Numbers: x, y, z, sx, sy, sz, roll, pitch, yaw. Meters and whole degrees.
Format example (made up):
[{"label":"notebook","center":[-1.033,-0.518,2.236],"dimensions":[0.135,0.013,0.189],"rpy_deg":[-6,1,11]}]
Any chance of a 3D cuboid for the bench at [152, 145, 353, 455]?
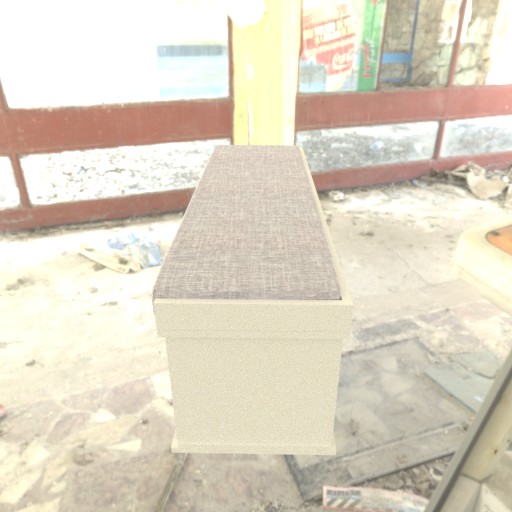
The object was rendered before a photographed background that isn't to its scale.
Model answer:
[{"label":"bench","center":[0.000,0.000,1.404],"dimensions":[0.363,0.453,1.196],"rpy_deg":[0,27,1]}]
